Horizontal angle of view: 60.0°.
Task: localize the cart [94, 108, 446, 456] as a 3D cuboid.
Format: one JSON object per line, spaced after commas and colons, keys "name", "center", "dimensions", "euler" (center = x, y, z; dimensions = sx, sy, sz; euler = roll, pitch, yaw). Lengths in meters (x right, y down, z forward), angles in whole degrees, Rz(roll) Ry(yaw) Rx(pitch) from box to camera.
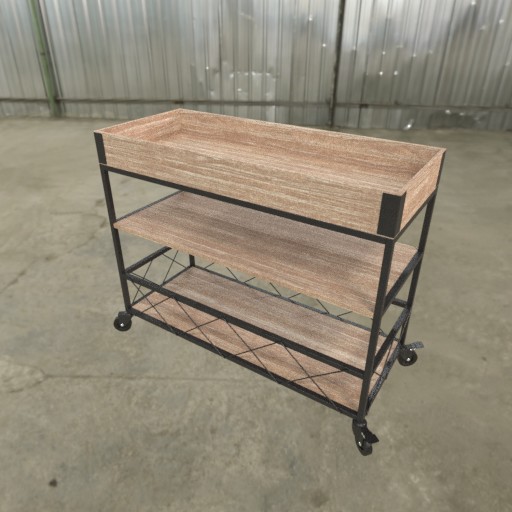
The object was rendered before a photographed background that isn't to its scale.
{"name": "cart", "center": [0.000, 0.000, 1.488], "dimensions": [1.101, 0.787, 0.500], "euler": [18, 34, 28]}
